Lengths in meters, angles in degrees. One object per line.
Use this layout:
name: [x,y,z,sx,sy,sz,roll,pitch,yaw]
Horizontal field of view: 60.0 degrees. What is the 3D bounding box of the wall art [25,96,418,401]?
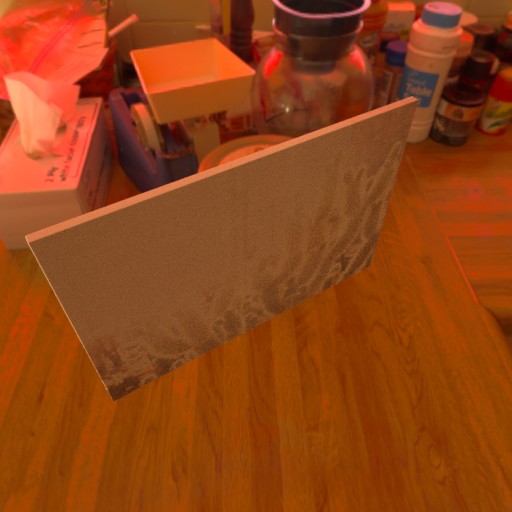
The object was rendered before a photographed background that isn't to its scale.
wall art: [0.000,0.000,1.893,1.525,1.012,0.038,-25,52,-21]
